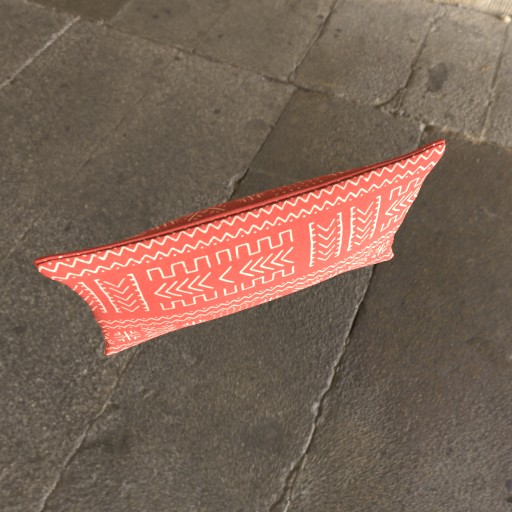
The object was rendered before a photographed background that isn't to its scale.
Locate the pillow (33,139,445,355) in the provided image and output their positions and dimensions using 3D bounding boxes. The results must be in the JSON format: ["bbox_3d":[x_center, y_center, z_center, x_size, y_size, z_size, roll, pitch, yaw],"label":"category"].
[{"bbox_3d":[0.000,0.000,0.785,0.640,0.352,0.130,-18,61,-10],"label":"pillow"}]
